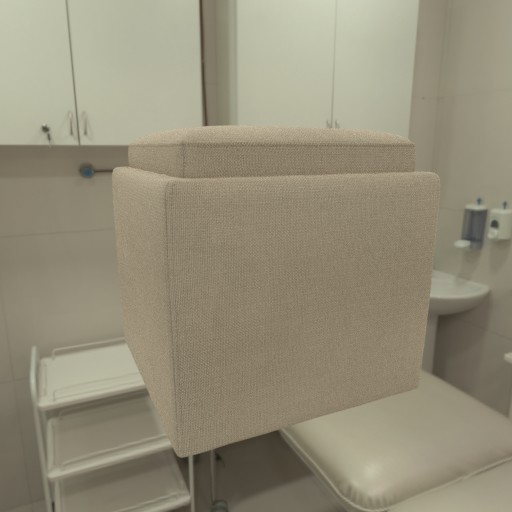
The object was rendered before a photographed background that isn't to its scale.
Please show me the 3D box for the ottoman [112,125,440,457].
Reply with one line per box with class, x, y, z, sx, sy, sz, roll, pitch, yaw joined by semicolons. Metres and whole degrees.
ottoman;0.000;0.000;0.825;0.450;0.460;0.451;-6;15;-24
